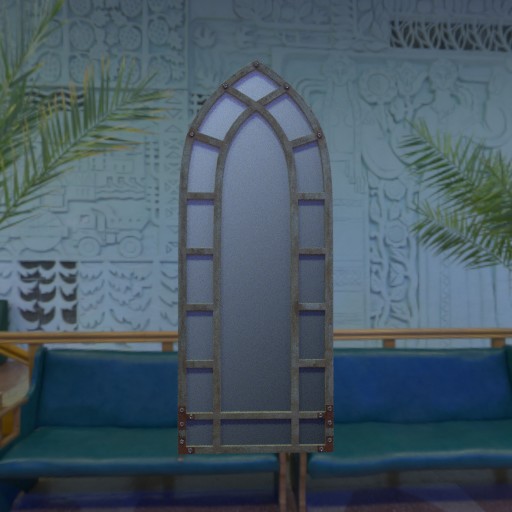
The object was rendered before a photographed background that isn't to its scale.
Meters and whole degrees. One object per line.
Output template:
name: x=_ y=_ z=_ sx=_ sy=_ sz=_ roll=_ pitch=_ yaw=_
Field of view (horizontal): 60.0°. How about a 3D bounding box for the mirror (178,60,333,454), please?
mirror: x=0.000 y=0.000 z=1.333 sx=0.464 sy=1.175 sz=0.025 roll=0 pitch=0 yaw=-2
